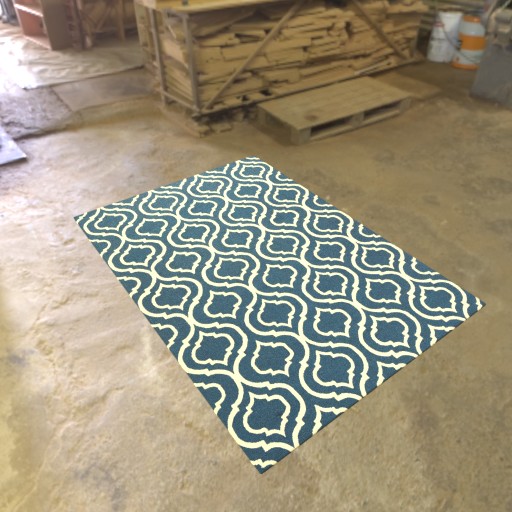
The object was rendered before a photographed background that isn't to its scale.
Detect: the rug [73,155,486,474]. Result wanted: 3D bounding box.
[{"bbox_3d":[0.000,0.000,2.705,1.524,0.010,2.134,-25,46,-27],"label":"rug"}]
